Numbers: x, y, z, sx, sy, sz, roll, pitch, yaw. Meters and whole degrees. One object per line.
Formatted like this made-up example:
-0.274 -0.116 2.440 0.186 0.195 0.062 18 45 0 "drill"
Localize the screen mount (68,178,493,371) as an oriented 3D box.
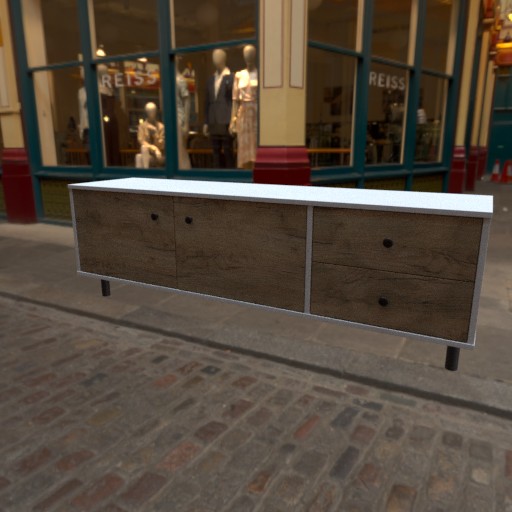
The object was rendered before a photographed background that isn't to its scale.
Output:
0.000 0.000 1.752 1.600 0.520 0.418 8 17 26 "screen mount"
